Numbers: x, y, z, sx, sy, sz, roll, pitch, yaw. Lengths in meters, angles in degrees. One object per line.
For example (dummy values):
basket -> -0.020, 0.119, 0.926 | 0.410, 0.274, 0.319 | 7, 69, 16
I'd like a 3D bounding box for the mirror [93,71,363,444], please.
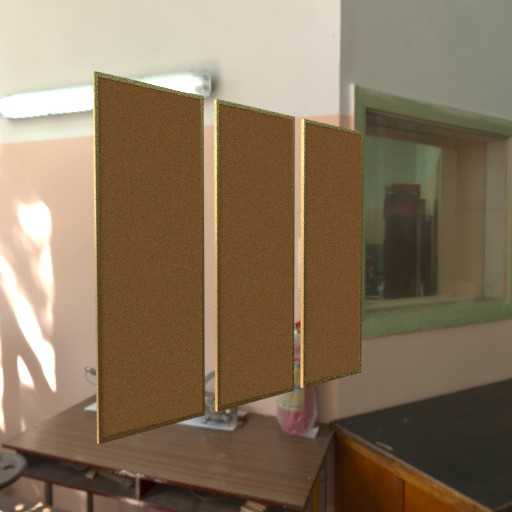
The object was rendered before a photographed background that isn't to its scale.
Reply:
mirror -> 0.000, 0.000, 1.414 | 1.011, 0.926, 0.023 | -1, 2, -37
